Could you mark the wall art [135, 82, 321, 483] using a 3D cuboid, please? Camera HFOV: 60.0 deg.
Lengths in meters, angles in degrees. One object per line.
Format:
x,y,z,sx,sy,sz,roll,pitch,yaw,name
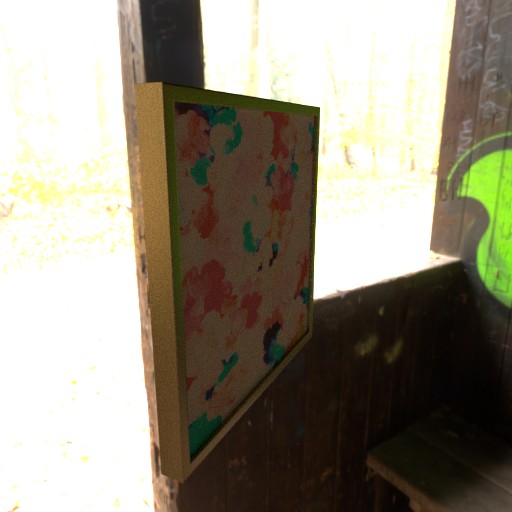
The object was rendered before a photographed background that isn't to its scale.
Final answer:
0.000,0.000,0.760,0.037,0.509,0.510,8,17,26,wall art
